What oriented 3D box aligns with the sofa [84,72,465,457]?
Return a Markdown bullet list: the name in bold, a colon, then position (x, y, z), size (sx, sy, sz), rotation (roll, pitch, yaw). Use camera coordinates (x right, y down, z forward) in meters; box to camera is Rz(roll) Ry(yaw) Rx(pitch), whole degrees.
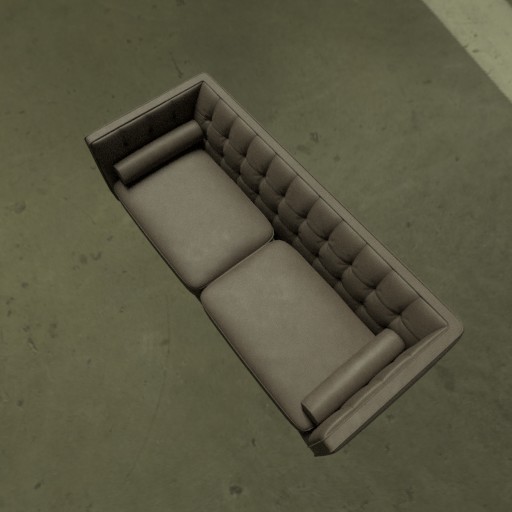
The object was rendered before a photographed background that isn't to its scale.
- **sofa**: position (0.000, 0.000, 2.570), size (0.867, 0.789, 2.087), rotation (-35, 69, -16)
